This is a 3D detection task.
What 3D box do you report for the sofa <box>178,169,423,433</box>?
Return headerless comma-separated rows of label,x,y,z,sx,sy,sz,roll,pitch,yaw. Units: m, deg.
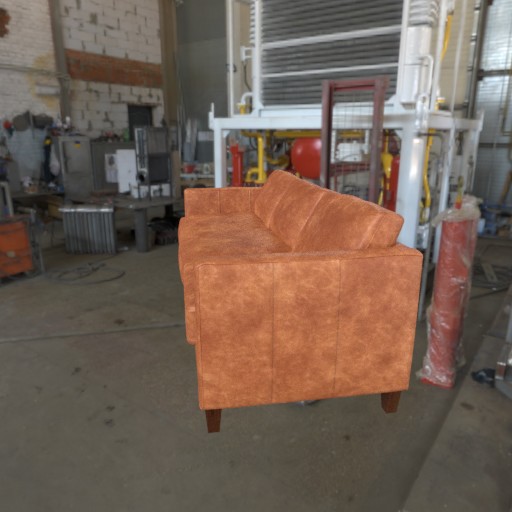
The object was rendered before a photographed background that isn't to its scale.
sofa,0.000,0.000,3.031,1.045,1.006,2.464,-3,16,-9
